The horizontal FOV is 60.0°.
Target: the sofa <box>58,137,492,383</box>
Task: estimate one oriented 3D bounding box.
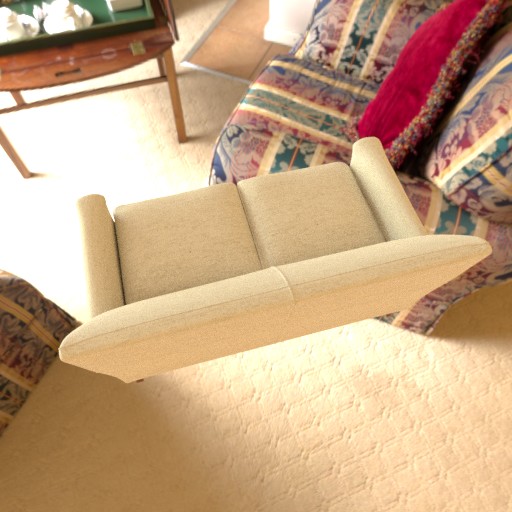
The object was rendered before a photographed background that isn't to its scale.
[{"bbox_3d":[0.000,0.000,2.031,1.482,0.892,0.891,-13,61,-7],"label":"sofa"}]
